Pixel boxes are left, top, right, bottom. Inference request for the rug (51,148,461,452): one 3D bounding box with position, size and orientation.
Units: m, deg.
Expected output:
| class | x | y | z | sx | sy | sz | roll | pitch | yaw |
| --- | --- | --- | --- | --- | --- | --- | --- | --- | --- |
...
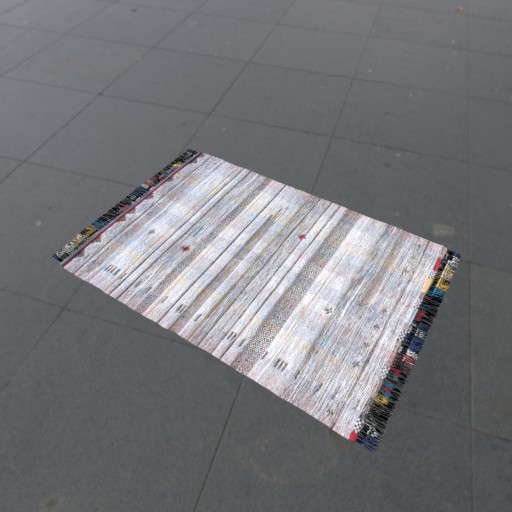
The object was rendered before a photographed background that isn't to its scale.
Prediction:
| class | x | y | z | sx | sy | sz | roll | pitch | yaw |
| --- | --- | --- | --- | --- | --- | --- | --- | --- | --- |
| rug | 0.000 | 0.000 | 2.333 | 1.848 | 0.012 | 1.217 | 25 | 52 | 21 |
